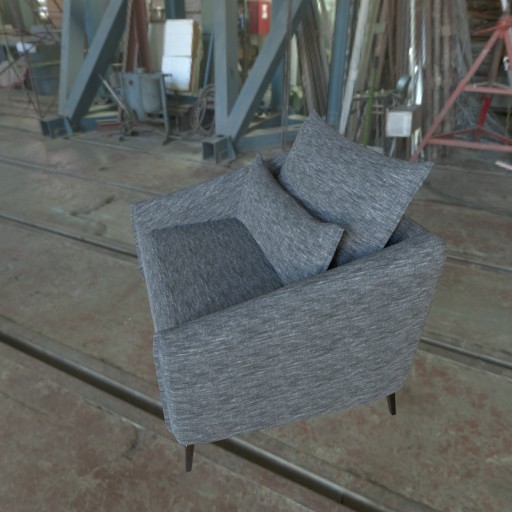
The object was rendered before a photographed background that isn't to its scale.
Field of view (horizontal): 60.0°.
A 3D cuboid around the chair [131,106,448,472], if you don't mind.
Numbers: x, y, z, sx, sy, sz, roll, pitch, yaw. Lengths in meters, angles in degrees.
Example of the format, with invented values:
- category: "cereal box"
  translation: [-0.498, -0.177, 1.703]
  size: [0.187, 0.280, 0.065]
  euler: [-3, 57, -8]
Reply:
- category: "chair"
  translation: [0.000, 0.000, 1.571]
  size: [0.805, 0.842, 1.004]
  euler: [-9, 31, -15]
